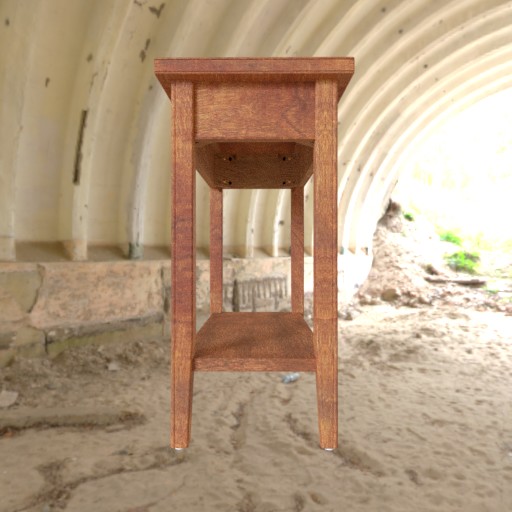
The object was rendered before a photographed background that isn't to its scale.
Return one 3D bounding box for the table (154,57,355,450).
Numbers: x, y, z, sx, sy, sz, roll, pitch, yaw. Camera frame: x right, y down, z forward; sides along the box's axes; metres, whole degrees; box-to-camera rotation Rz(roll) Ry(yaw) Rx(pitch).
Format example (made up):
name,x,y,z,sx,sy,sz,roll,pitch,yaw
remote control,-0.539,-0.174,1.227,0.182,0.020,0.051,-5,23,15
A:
name,x,y,z,sx,sy,sz,roll,pitch,yaw
table,0.000,0.000,0.979,0.305,0.610,0.610,0,1,1
